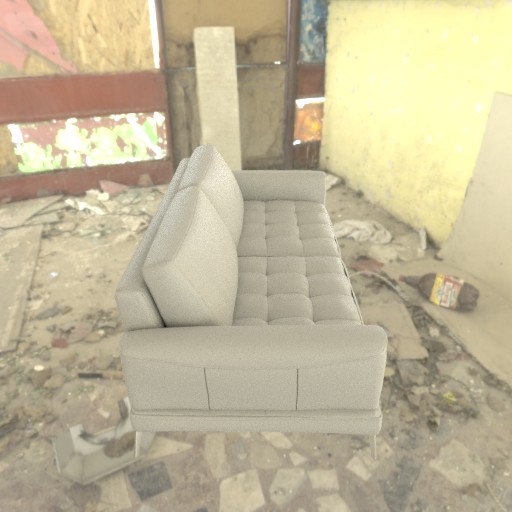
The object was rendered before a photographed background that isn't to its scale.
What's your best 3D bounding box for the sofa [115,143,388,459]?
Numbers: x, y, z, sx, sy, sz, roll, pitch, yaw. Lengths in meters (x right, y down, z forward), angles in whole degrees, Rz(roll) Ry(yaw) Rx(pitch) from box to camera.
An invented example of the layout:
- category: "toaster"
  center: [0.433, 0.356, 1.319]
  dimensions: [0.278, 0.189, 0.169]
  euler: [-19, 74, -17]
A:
- category: "sofa"
  center: [0.000, 0.000, 2.696]
  dimensions: [1.121, 0.930, 2.177]
  euler: [0, 30, 0]
